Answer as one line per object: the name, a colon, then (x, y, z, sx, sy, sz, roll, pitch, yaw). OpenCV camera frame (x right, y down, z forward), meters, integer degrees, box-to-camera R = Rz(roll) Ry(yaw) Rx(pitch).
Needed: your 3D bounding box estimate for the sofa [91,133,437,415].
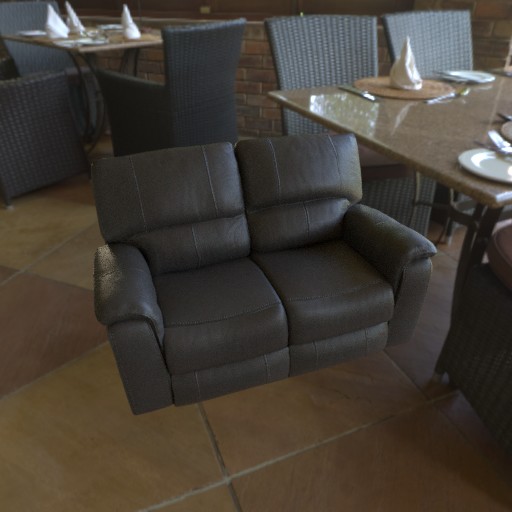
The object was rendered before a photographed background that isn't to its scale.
sofa: (0.000, 0.000, 2.557, 1.765, 1.111, 1.104, -10, 33, -16)
